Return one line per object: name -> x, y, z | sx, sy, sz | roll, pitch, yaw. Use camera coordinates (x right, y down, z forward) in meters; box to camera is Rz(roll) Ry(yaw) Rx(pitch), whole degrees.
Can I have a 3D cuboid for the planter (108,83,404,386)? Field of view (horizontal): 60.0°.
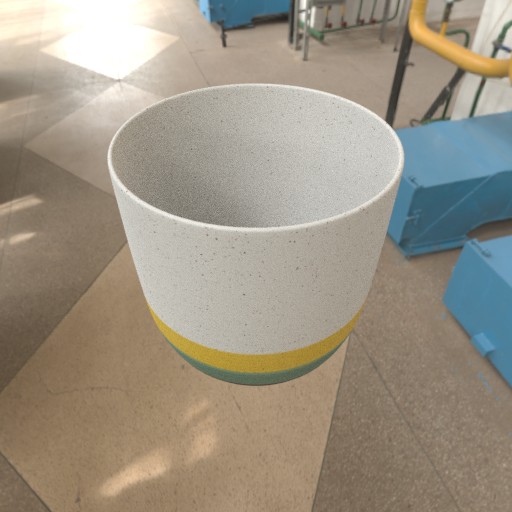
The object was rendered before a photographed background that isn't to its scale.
planter -> 0.000, 0.000, 0.370 | 0.195, 0.214, 0.195 | 0, 42, 0
